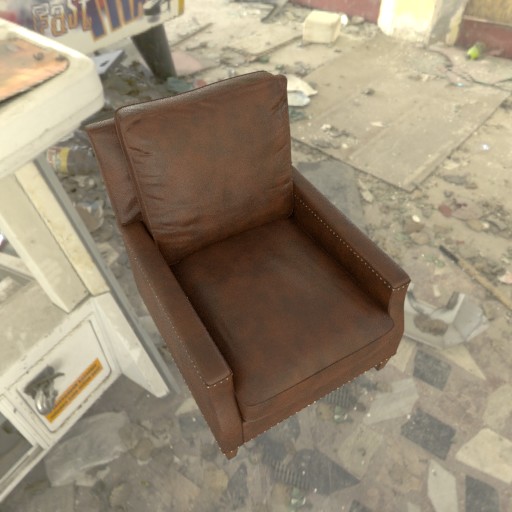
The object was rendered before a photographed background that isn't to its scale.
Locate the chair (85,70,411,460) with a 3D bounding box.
[{"bbox_3d":[0.000,0.000,1.770,0.854,1.054,1.035,-23,51,-20],"label":"chair"}]
